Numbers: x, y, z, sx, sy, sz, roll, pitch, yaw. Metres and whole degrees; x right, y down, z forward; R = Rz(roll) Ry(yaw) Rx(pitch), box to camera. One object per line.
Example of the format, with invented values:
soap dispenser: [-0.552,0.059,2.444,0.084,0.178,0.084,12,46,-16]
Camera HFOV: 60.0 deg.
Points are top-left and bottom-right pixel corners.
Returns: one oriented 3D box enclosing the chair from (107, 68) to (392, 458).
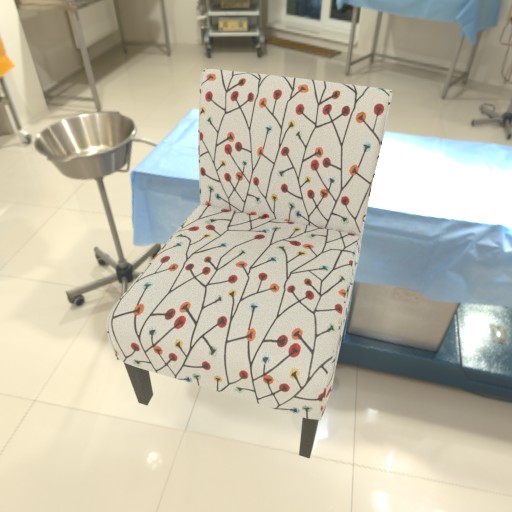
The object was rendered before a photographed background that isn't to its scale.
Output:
chair: [0.000,0.000,1.312,0.597,0.813,0.732,12,42,14]
